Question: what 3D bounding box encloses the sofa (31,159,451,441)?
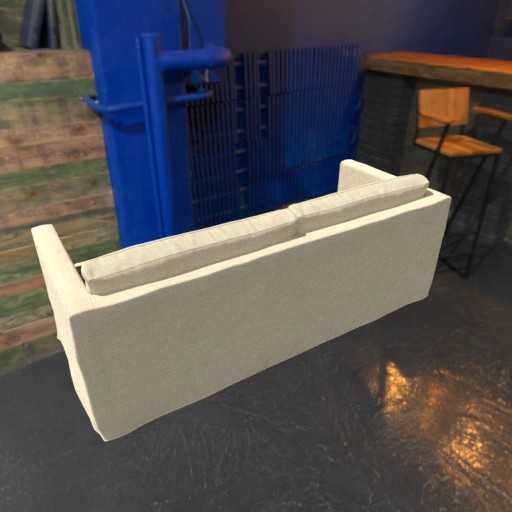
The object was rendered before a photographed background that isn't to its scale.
[{"bbox_3d":[0.000,0.000,2.690,2.312,0.853,0.962,-17,34,-28],"label":"sofa"}]
